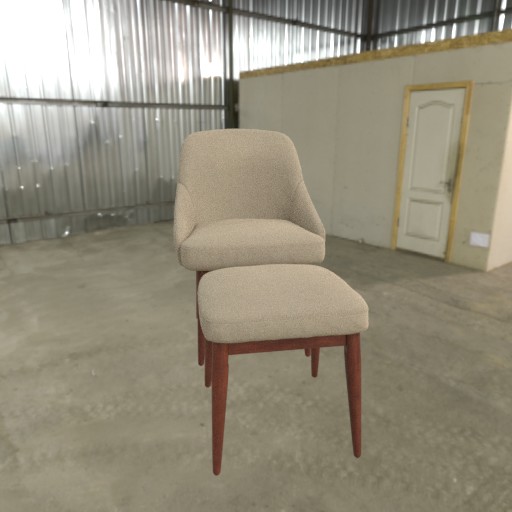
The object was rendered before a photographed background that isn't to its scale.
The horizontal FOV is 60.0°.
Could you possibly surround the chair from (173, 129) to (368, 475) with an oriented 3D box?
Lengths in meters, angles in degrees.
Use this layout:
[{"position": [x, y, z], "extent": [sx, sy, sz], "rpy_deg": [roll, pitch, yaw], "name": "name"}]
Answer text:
[{"position": [0.000, 0.000, 1.599], "extent": [0.584, 0.866, 1.114], "rpy_deg": [-3, 17, -9], "name": "chair"}]
